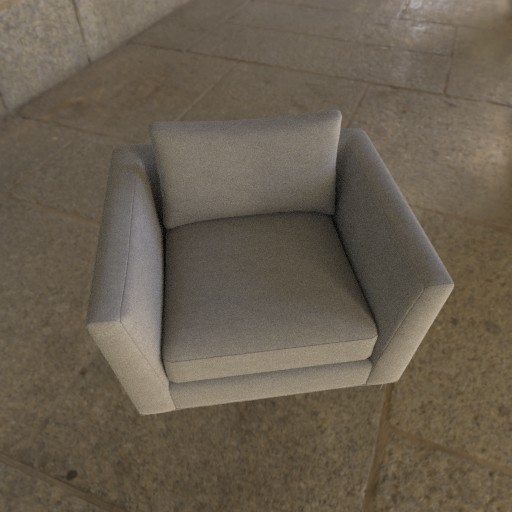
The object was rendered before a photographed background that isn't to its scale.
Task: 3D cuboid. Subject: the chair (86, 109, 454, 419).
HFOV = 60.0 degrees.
[{"bbox_3d":[0.000,0.000,1.687,1.041,0.864,0.889,-6,46,-5],"label":"chair"}]
